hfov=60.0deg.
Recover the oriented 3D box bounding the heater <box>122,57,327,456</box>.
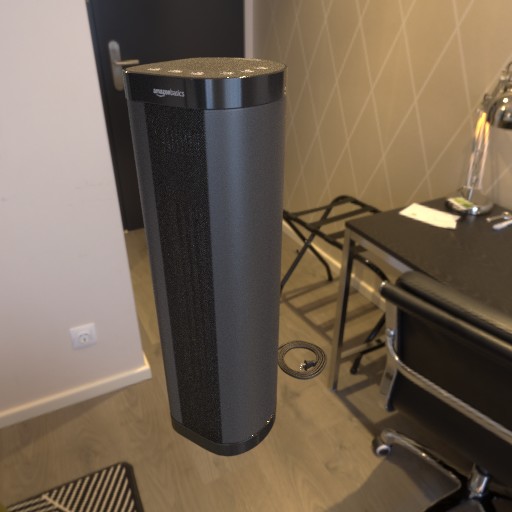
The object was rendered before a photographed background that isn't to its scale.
[{"bbox_3d":[0.000,0.000,0.678,0.174,0.552,0.312,18,34,28],"label":"heater"}]
